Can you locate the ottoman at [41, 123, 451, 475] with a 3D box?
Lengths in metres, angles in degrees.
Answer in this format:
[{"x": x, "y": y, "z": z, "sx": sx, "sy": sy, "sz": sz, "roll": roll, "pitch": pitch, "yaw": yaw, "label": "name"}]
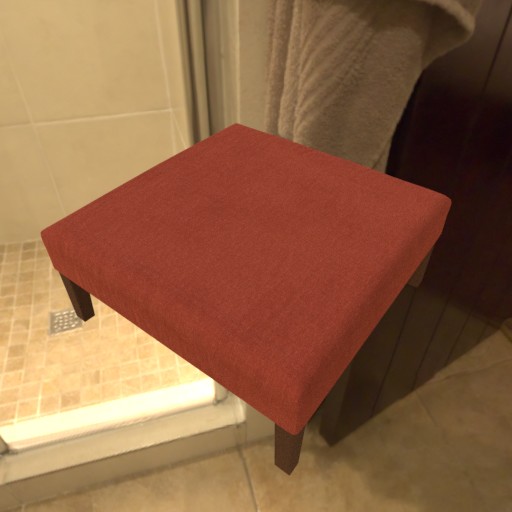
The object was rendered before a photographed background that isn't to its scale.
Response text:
[{"x": 0.000, "y": 0.000, "z": 1.434, "sx": 0.889, "sy": 0.411, "sz": 0.890, "roll": 27, "pitch": 48, "yaw": 27, "label": "ottoman"}]
